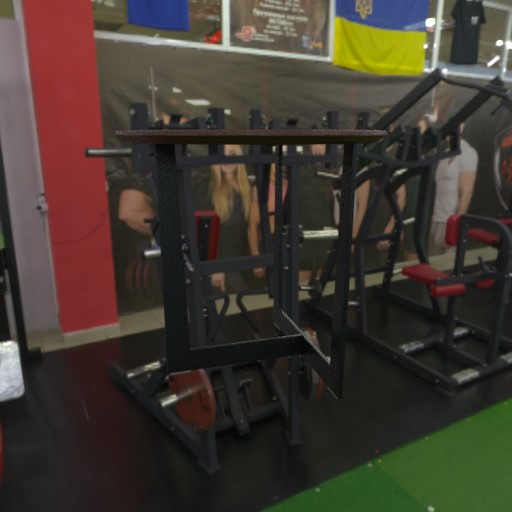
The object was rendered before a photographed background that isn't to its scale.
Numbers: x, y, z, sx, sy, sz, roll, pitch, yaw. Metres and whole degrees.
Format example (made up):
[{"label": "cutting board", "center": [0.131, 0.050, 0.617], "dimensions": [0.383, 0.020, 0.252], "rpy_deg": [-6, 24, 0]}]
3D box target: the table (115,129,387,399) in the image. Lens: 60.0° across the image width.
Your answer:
[{"label": "table", "center": [0.000, 0.000, 0.878], "dimensions": [0.494, 0.476, 0.477], "rpy_deg": [-8, 17, -26]}]
